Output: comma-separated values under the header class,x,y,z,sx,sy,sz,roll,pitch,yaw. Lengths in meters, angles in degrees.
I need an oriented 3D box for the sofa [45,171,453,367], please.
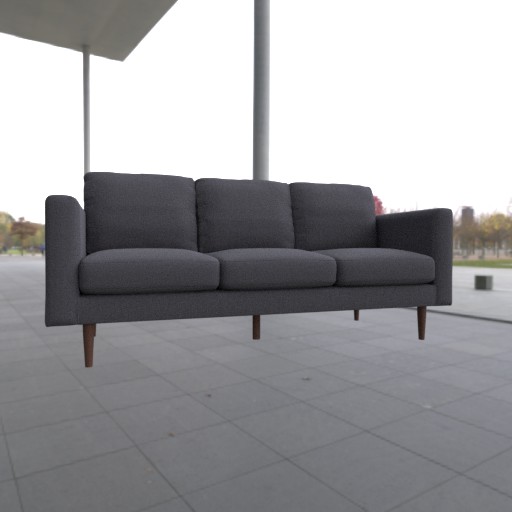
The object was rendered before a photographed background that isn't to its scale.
class,x,y,z,sx,sy,sz,roll,pitch,yaw
sofa,0.000,0.000,2.430,2.029,0.912,0.802,0,1,-19
